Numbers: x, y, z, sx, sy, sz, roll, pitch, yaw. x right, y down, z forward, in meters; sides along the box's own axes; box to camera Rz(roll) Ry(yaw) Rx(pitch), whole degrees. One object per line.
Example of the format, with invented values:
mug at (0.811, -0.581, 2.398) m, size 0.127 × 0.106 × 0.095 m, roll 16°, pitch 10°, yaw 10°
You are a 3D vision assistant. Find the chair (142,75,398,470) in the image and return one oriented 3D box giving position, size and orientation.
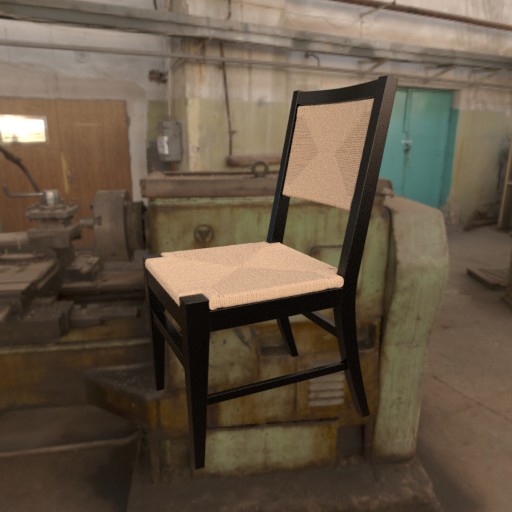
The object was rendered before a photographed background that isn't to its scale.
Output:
chair at (0.000, 0.000, 1.245) m, size 0.552 × 0.927 × 0.437 m, roll -7°, pitch 17°, yaw -25°
